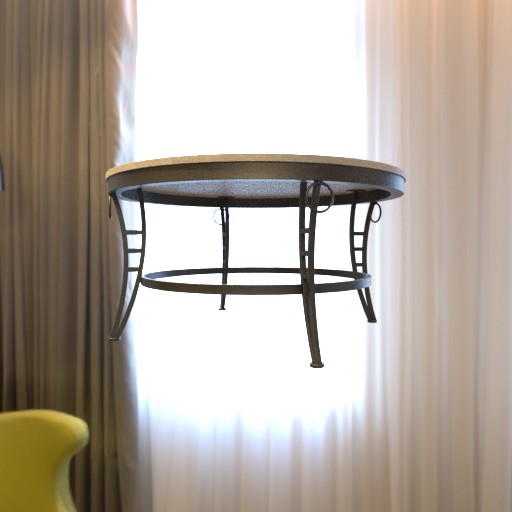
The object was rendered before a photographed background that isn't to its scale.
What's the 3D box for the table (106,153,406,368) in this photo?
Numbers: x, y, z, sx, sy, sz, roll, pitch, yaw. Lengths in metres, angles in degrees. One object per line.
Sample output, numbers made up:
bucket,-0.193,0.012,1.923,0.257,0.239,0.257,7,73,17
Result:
table,0.000,0.000,1.393,0.889,0.470,0.889,0,2,0
